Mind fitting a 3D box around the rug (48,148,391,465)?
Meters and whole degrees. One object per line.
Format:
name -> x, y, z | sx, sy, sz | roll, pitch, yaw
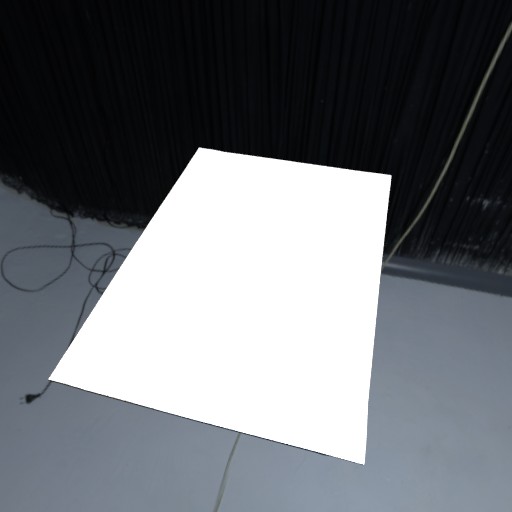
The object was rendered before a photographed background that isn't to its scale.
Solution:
rug -> 0.000, 0.000, 3.643 | 2.032, 0.038, 2.869 | 11, 47, 10
